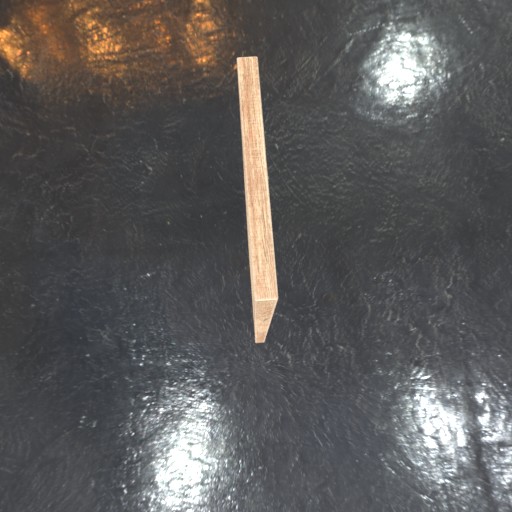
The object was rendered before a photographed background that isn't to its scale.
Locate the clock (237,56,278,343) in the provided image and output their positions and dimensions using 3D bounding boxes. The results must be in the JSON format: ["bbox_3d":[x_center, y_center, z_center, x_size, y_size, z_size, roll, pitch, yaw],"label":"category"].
[{"bbox_3d":[0.000,0.000,1.073,0.030,0.965,0.361,-4,76,-1],"label":"clock"}]
